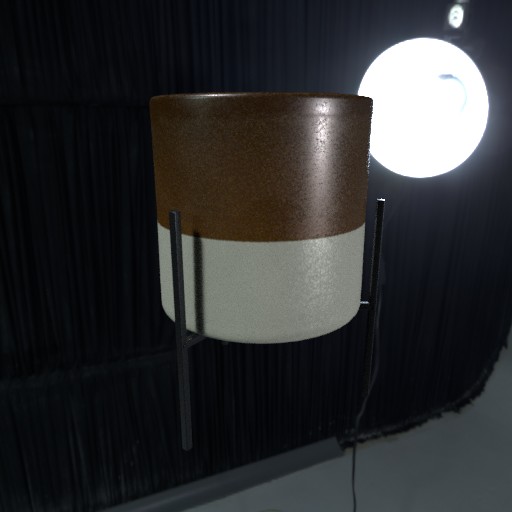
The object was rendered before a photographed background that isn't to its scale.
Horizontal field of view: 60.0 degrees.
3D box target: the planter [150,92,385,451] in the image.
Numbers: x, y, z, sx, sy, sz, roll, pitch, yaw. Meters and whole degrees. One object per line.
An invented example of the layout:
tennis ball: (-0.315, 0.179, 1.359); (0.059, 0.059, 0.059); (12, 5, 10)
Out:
planter: (0.000, 0.000, 0.560); (0.255, 0.375, 0.269); (-8, 19, -24)
